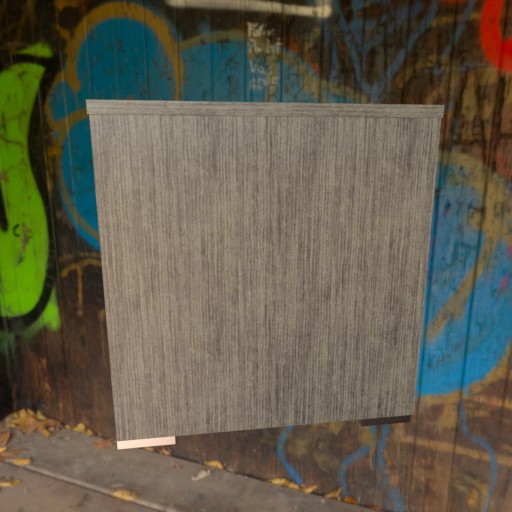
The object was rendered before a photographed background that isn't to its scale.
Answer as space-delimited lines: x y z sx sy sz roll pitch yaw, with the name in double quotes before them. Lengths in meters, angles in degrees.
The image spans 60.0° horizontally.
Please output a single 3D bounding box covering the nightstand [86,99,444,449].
"nightstand" 0.000 0.000 0.748 0.441 0.460 0.325 -2 14 -8
